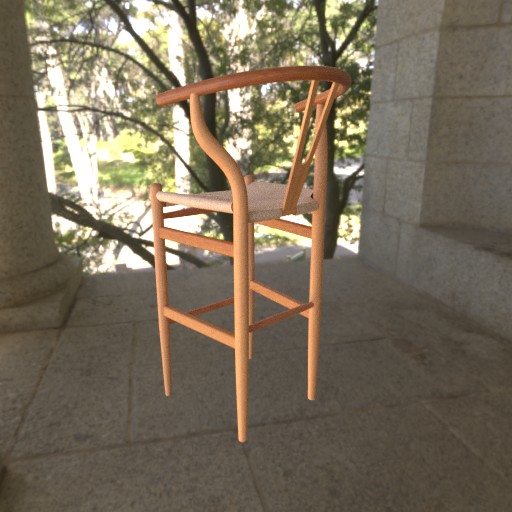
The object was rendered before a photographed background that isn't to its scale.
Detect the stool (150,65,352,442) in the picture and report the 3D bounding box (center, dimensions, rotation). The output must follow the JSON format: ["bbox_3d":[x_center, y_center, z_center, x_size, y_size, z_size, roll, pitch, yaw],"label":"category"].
[{"bbox_3d":[0.000,0.000,1.413,0.574,1.068,0.561,-14,21,-41],"label":"stool"}]
